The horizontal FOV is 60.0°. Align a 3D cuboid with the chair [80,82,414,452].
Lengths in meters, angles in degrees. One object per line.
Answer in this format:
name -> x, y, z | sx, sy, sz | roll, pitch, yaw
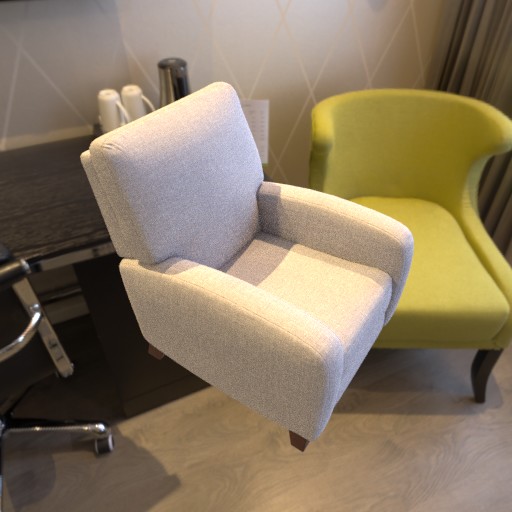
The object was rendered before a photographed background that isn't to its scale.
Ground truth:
chair -> 0.000, 0.000, 1.667 | 0.990, 0.990, 0.762 | 24, 46, 25
